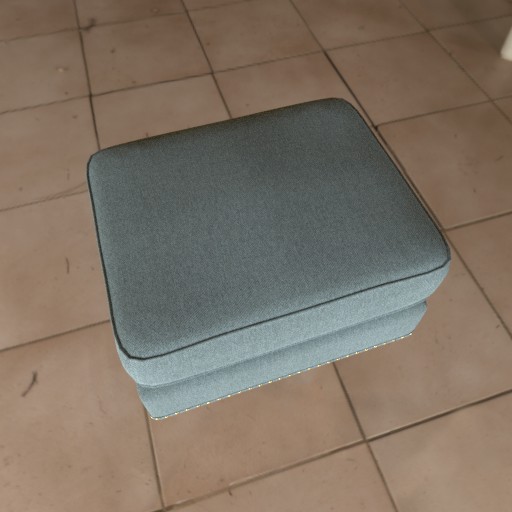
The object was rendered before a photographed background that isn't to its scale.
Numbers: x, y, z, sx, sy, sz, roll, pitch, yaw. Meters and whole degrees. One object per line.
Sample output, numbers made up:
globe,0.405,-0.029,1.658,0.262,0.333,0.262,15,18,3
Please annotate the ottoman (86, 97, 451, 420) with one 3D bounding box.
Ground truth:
ottoman,0.000,0.000,1.167,0.738,0.537,0.589,-16,59,-10
